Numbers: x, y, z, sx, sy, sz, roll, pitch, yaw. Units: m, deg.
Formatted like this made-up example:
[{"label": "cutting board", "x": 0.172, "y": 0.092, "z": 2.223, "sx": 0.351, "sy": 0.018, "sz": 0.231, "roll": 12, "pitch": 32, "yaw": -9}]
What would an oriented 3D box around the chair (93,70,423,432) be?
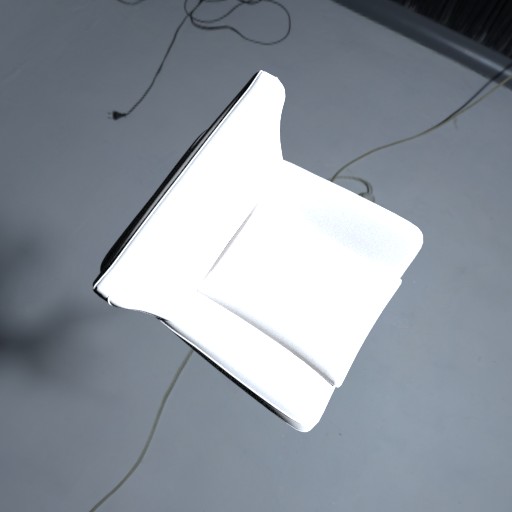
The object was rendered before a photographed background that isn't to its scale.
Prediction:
[{"label": "chair", "x": 0.000, "y": 0.000, "z": 1.645, "sx": 1.008, "sy": 0.855, "sz": 0.859, "roll": 33, "pitch": 77, "yaw": 8}]
